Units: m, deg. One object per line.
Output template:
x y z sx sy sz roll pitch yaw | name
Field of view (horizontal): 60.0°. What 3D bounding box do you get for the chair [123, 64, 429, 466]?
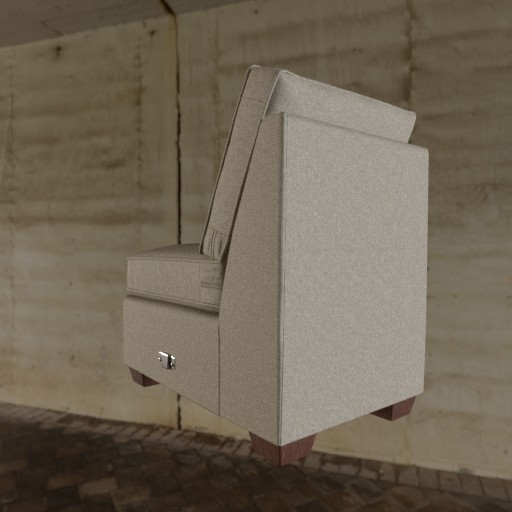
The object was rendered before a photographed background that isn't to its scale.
0.000 0.000 1.663 0.674 1.058 1.020 -1 2 -39 | chair
